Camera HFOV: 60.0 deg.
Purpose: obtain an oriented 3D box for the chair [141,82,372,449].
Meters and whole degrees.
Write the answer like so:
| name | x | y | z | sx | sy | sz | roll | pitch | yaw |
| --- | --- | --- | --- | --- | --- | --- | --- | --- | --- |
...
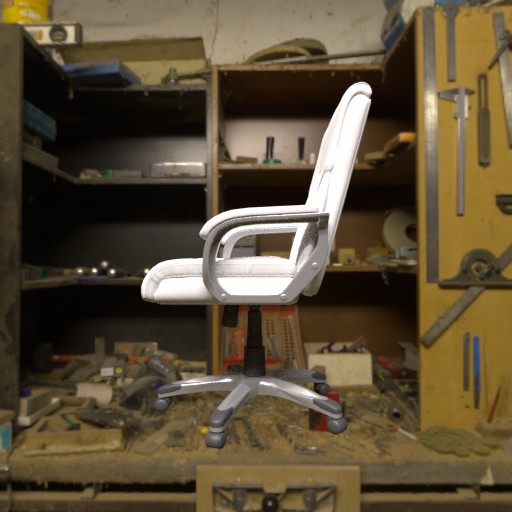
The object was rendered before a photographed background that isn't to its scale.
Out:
| name | x | y | z | sx | sy | sz | roll | pitch | yaw |
| --- | --- | --- | --- | --- | --- | --- | --- | --- | --- |
| chair | 0.000 | 0.000 | 1.606 | 0.738 | 1.120 | 0.687 | 0 | 0 | 1 |
